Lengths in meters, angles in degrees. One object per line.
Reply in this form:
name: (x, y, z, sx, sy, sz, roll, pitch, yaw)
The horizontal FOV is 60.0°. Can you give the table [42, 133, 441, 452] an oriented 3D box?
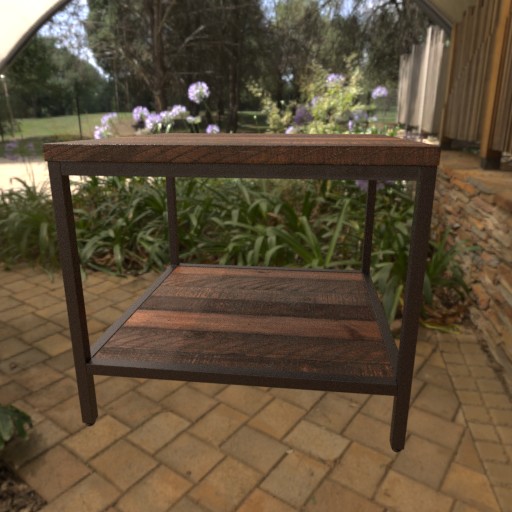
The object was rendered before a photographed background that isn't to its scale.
table: (0.000, 0.000, 0.932, 0.548, 0.482, 0.553, 2, 17, 7)
